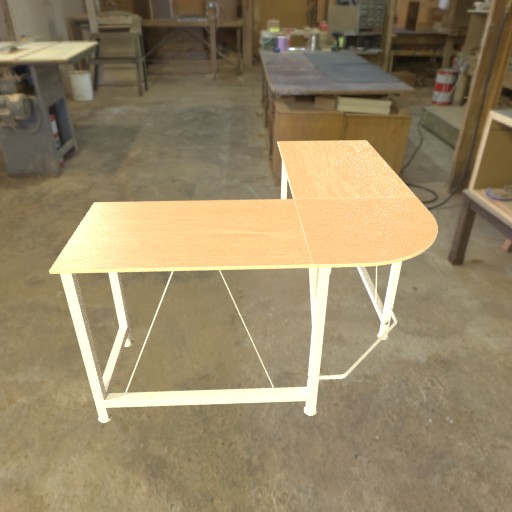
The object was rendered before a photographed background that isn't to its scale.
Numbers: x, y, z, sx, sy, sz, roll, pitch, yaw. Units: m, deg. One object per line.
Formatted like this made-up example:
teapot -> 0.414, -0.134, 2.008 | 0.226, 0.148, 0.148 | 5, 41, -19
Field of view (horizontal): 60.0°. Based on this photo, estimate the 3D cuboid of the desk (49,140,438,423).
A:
desk -> 0.000, 0.000, 2.255 | 1.400, 0.762, 1.400 | -1, 31, -2
